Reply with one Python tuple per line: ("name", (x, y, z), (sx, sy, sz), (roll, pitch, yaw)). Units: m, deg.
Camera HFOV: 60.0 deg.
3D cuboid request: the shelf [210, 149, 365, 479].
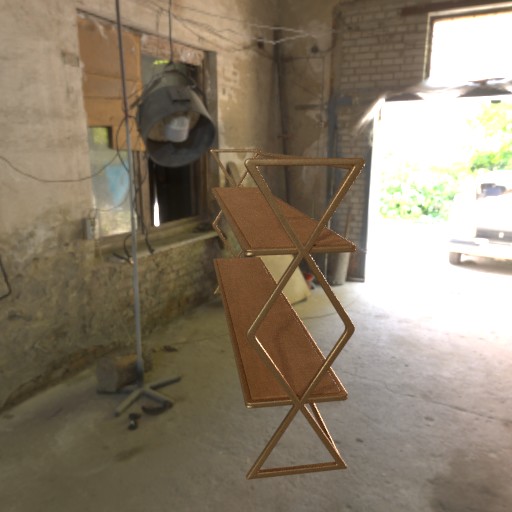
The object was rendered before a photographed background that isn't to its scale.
("shelf", (0.000, 0.000, 0.984), (0.150, 0.450, 0.822), (-2, 14, -8))
